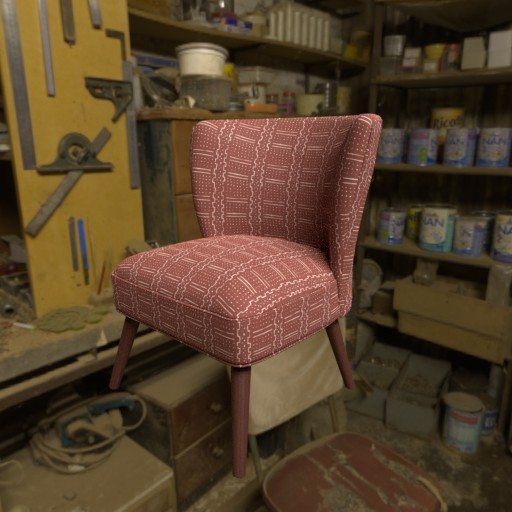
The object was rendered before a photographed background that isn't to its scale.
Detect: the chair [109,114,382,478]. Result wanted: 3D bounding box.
[{"bbox_3d":[0.000,0.000,1.407,0.706,0.866,0.758,13,20,41],"label":"chair"}]
